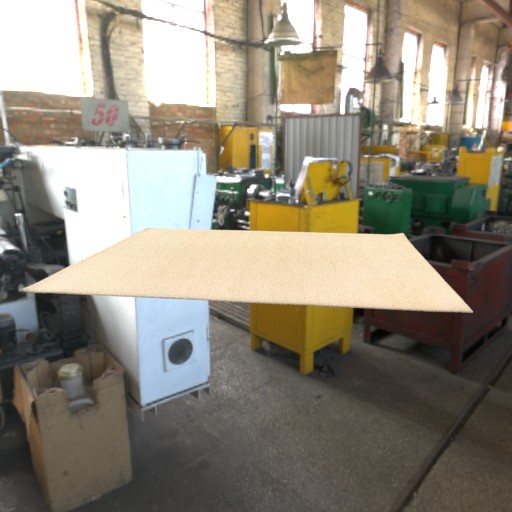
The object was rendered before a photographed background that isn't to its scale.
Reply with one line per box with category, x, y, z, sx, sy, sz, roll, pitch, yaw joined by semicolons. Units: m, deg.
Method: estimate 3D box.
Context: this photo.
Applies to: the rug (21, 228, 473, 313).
rug;0.000;0.000;3.878;2.897;0.035;2.277;2;15;8
